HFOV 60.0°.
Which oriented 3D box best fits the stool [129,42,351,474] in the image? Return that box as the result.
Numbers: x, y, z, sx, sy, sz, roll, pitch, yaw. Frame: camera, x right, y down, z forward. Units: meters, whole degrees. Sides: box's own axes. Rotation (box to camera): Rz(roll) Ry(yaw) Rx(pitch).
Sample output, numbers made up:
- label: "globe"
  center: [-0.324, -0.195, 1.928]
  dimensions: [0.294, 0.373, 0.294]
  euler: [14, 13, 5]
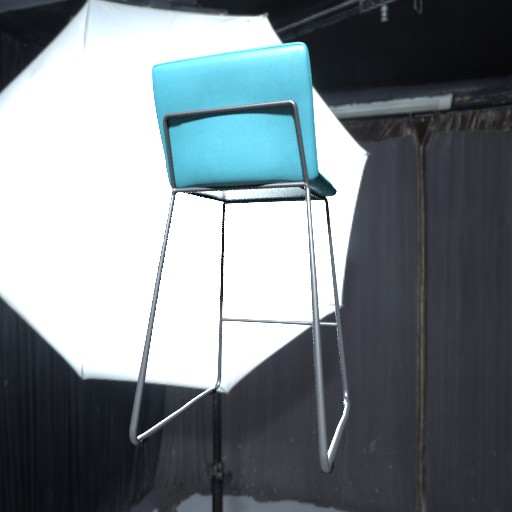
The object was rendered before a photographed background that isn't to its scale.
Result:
- label: "stool"
  center: [0.000, 0.000, 1.242]
  dimensions: [0.489, 0.936, 0.524]
  euler: [0, 0, 18]
